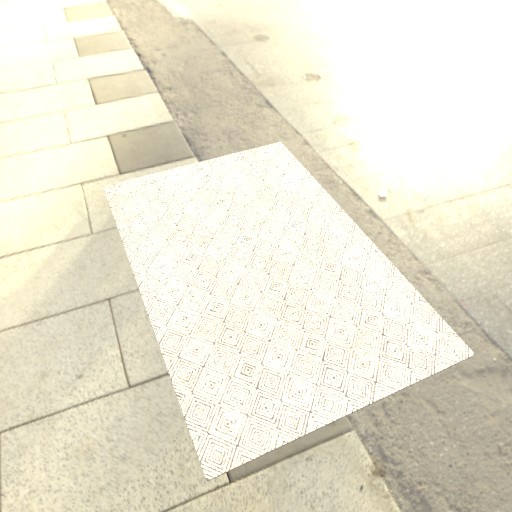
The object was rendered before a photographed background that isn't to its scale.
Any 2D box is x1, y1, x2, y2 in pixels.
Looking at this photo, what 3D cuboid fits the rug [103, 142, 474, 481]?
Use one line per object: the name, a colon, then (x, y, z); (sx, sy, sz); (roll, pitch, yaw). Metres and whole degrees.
rug: (0.000, 0.000, 2.225); (1.175, 0.008, 1.783); (-18, 49, -17)
